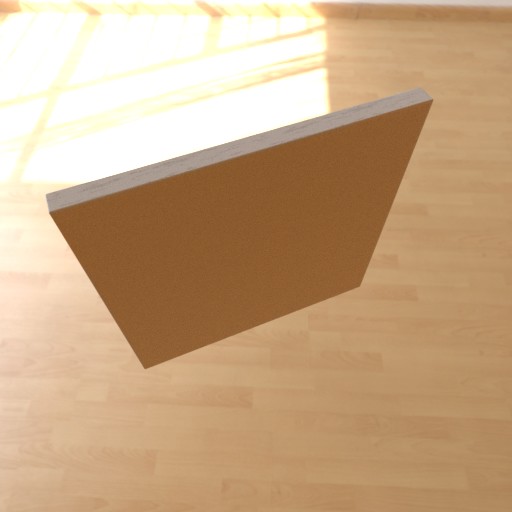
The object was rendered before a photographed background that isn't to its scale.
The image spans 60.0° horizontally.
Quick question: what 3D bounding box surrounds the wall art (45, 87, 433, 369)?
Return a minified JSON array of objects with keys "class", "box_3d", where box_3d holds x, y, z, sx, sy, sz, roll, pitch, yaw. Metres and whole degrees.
[{"class":"wall art","box_3d":[0.000,0.000,1.930,1.287,1.288,0.078,-19,58,-12]}]
